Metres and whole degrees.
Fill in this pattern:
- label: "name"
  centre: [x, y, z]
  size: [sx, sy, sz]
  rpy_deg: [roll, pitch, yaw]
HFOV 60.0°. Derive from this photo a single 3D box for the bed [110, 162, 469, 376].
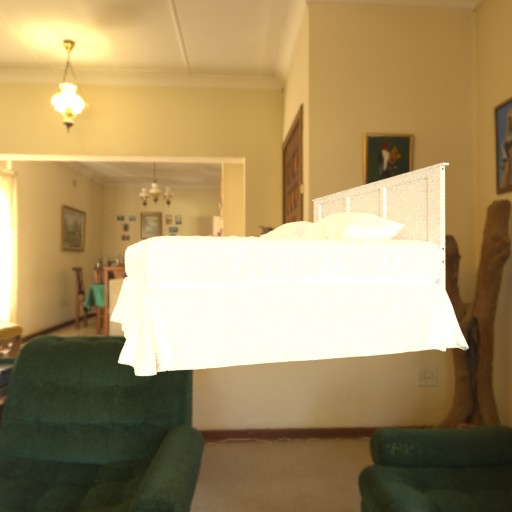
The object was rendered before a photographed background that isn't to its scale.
- label: "bed"
  centre: [0.000, 0.000, 3.616]
  size: [2.215, 1.273, 2.317]
  rpy_deg: [0, -1, -19]
